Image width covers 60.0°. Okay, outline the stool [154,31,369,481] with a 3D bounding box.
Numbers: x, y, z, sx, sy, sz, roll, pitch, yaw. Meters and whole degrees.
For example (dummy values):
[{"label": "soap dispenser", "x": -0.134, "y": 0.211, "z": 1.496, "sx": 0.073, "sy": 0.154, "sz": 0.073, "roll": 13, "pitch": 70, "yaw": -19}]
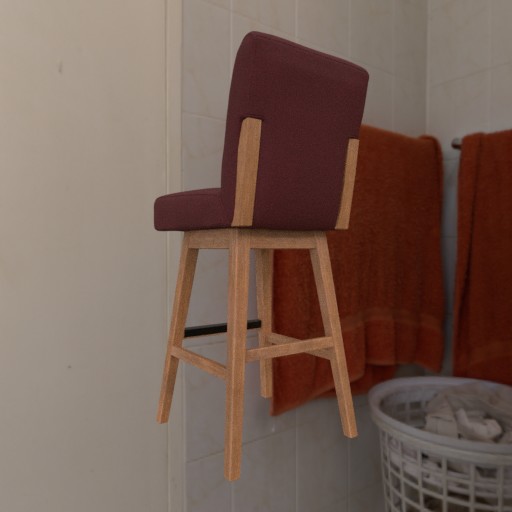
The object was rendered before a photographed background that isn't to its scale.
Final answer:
[{"label": "stool", "x": 0.000, "y": 0.000, "z": 1.376, "sx": 0.468, "sy": 1.093, "sz": 0.562, "roll": -1, "pitch": 2, "yaw": -35}]
